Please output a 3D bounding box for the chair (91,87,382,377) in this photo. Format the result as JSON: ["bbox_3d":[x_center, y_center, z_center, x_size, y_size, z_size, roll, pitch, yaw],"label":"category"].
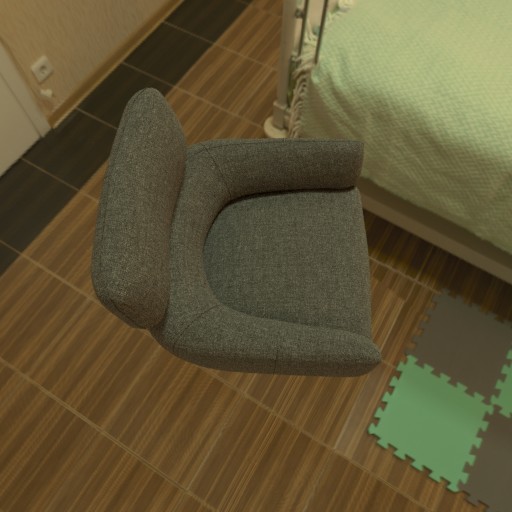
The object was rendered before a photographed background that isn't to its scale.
[{"bbox_3d":[0.000,0.000,1.347,0.715,0.812,0.706,2,65,1],"label":"chair"}]
